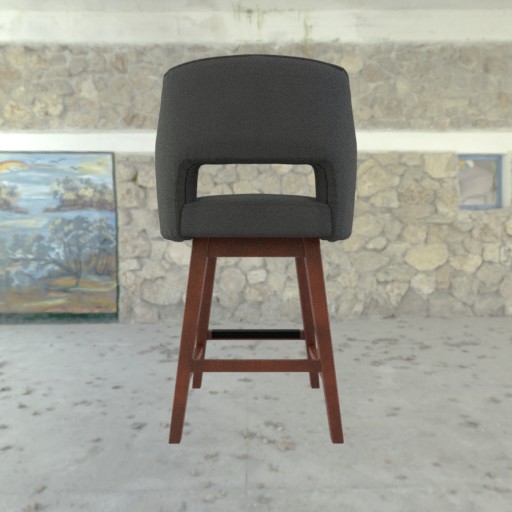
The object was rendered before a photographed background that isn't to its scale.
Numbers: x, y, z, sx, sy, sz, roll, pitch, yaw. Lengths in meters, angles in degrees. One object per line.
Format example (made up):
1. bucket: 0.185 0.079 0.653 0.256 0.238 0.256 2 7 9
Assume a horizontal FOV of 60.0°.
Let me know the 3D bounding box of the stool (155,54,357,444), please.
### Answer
1. stool: 0.000 0.000 1.257 0.548 0.912 0.558 0 2 0
